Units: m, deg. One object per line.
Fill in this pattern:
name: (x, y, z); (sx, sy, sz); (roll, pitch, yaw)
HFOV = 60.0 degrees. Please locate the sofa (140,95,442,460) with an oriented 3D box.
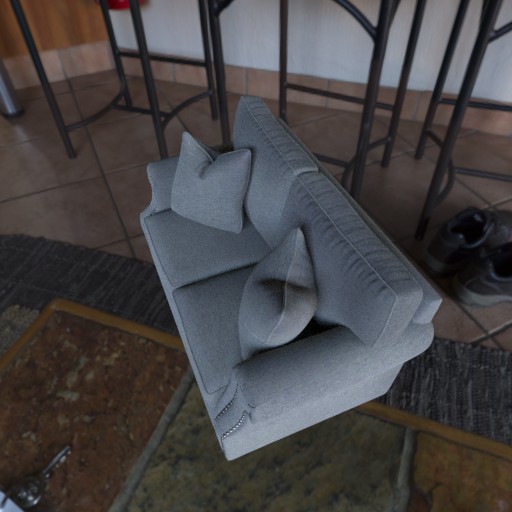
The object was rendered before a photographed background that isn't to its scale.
sofa: (0.000, 0.000, 2.307); (0.966, 0.966, 1.701); (-17, 49, -15)
